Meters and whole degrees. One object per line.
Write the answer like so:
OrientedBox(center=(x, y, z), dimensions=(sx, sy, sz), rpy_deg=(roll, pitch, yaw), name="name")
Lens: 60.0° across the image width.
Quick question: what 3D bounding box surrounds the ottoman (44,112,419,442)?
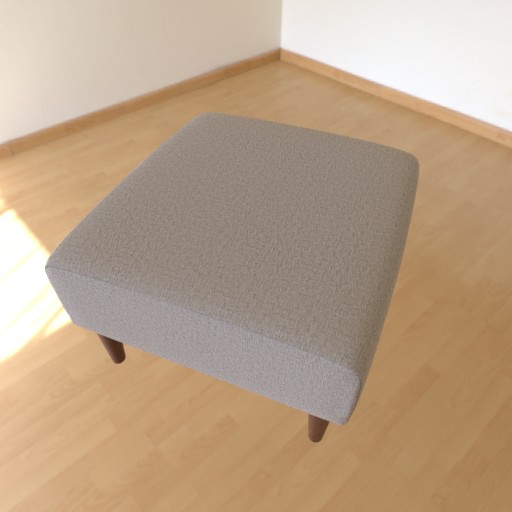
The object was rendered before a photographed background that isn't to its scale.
OrientedBox(center=(0.000, 0.000, 1.071), dimensions=(0.648, 0.399, 0.655), rpy_deg=(16, 47, 16), name="ottoman")
